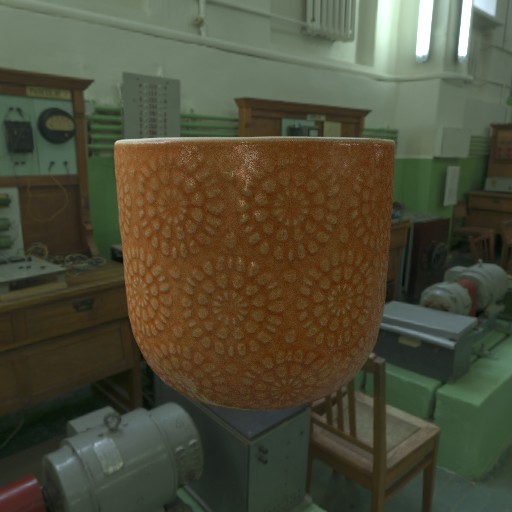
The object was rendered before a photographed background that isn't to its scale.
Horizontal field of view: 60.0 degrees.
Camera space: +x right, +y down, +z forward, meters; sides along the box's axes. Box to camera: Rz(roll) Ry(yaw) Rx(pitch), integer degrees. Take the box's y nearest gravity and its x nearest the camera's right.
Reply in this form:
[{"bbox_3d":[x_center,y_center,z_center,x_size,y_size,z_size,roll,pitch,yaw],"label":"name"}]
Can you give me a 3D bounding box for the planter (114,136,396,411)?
[{"bbox_3d":[0.000,0.000,0.289,0.170,0.152,0.170,0,13,0],"label":"planter"}]
